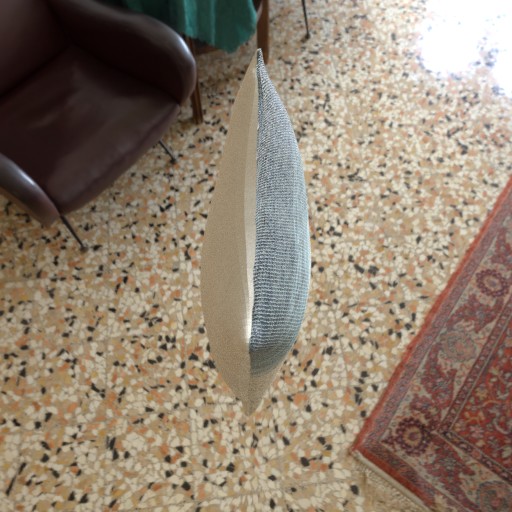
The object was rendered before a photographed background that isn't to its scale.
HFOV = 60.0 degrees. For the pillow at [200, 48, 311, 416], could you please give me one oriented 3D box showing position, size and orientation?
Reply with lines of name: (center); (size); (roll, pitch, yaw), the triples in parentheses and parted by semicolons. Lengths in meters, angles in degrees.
pillow: (0.000, 0.000, 0.710); (0.182, 0.441, 0.440); (2, 64, 1)
